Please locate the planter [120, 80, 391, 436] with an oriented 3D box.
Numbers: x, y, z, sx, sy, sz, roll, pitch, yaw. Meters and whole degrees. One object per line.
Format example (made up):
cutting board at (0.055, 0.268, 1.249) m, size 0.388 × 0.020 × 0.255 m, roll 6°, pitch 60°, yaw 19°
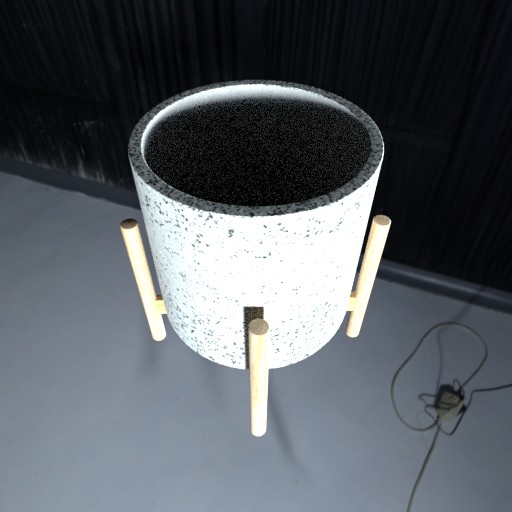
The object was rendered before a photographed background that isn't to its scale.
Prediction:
planter at (0.000, 0.000, 0.685) m, size 0.360 × 0.419 × 0.360 m, roll 16°, pitch 48°, yaw 15°
